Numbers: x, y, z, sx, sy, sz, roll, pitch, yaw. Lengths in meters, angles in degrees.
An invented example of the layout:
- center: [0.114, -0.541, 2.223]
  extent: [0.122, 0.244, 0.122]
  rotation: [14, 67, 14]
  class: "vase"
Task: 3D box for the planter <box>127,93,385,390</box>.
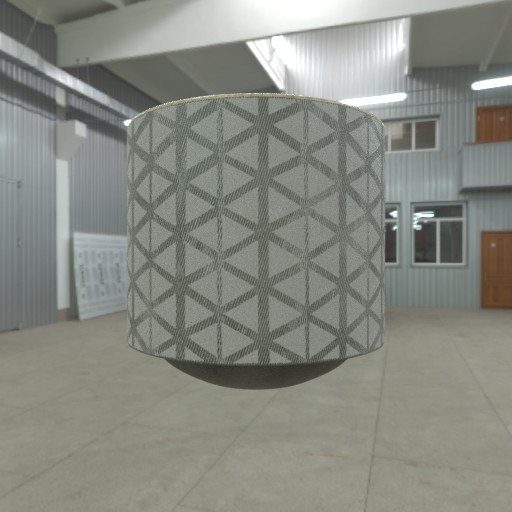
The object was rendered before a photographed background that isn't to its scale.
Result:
- center: [0.000, 0.000, 0.448]
  extent: [0.250, 0.239, 0.250]
  rotation: [0, 0, 0]
  class: "planter"
